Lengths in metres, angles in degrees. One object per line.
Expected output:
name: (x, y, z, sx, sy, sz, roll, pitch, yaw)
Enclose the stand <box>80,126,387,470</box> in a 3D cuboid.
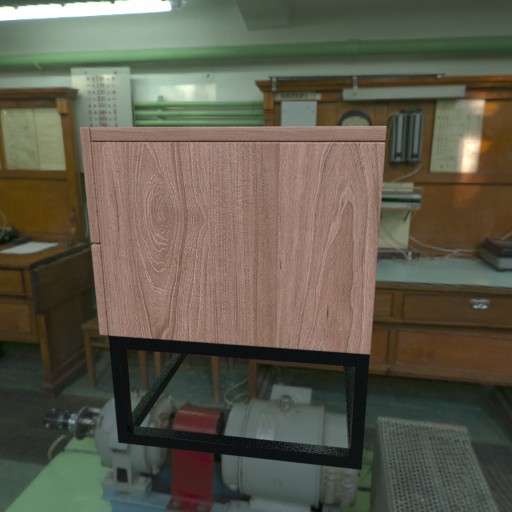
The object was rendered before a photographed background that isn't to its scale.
stand: (0.000, 0.000, 0.923, 0.420, 0.500, 0.600, 2, 15, 9)
